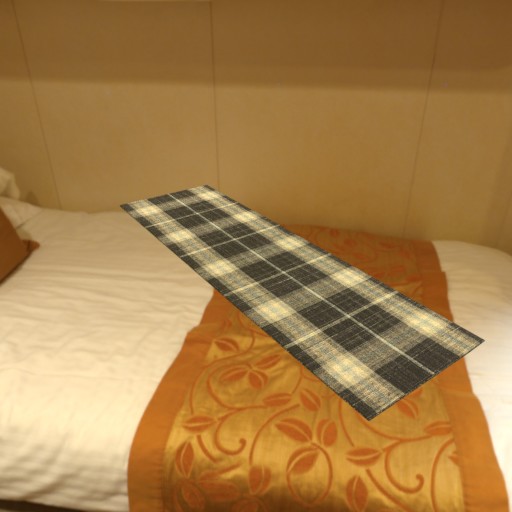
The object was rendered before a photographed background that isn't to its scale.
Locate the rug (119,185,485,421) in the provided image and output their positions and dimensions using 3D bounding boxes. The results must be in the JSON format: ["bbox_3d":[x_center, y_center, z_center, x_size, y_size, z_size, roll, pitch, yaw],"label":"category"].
[{"bbox_3d":[0.000,0.000,2.632,0.760,0.012,2.434,-19,35,-31],"label":"rug"}]
